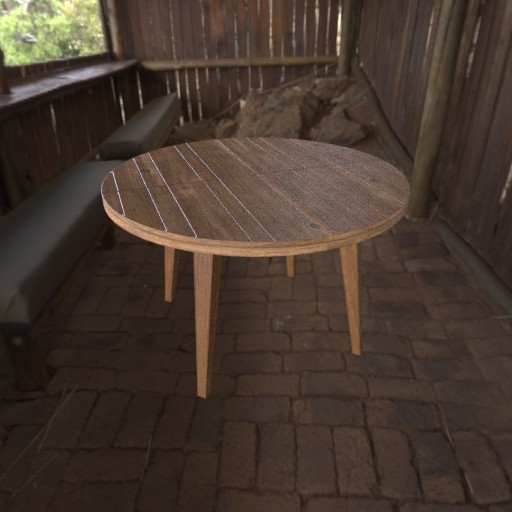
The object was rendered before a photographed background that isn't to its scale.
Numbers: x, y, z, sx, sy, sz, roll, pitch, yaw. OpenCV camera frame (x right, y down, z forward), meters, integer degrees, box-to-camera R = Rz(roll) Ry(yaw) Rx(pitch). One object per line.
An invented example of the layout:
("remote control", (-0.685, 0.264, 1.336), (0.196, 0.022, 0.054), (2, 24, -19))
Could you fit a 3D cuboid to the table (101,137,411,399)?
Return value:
("table", (0.000, 0.000, 2.002), (1.213, 0.764, 1.213), (0, 29, 0))
